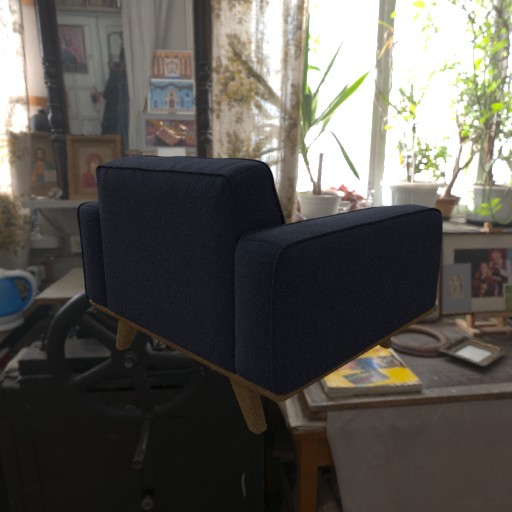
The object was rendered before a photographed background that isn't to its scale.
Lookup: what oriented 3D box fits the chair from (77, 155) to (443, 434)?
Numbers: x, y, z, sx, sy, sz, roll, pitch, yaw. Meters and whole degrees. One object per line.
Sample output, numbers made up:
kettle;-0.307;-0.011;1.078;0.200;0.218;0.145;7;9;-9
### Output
chair;0.000;0.000;1.754;1.118;0.783;0.953;13;19;42
